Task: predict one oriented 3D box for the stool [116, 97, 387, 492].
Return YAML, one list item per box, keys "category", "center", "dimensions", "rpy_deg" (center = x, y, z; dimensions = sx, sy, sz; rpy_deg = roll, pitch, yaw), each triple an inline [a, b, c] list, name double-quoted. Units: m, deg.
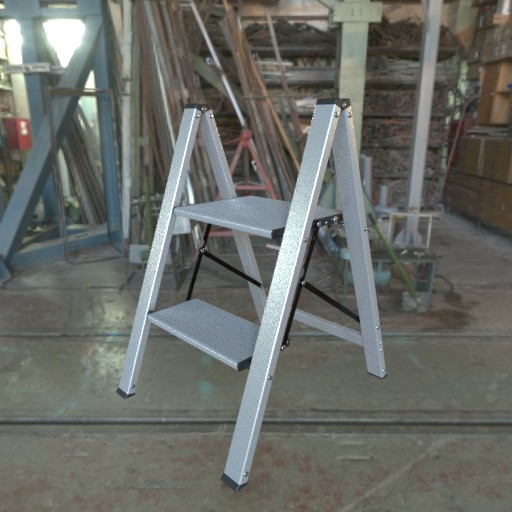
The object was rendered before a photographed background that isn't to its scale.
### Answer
- category: "stool"
  center: [0.000, 0.000, 1.017]
  dimensions: [0.440, 0.670, 0.535]
  rpy_deg: [16, 23, 42]
